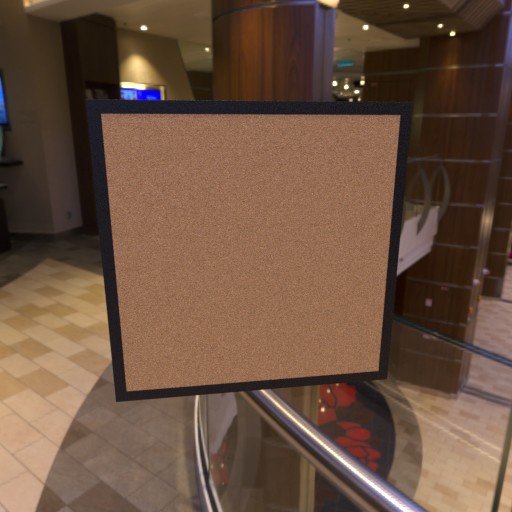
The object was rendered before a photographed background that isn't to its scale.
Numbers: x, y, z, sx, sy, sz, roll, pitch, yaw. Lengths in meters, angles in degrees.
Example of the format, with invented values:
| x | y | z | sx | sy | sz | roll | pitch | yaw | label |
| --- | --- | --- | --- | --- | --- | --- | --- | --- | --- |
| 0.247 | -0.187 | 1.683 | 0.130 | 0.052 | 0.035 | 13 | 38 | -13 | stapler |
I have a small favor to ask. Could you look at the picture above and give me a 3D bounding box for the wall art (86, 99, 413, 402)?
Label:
| x | y | z | sx | sy | sz | roll | pitch | yaw | label |
| --- | --- | --- | --- | --- | --- | --- | --- | --- | --- |
| 0.000 | 0.000 | 0.770 | 0.508 | 0.508 | 0.038 | -2 | 16 | -8 | wall art |
